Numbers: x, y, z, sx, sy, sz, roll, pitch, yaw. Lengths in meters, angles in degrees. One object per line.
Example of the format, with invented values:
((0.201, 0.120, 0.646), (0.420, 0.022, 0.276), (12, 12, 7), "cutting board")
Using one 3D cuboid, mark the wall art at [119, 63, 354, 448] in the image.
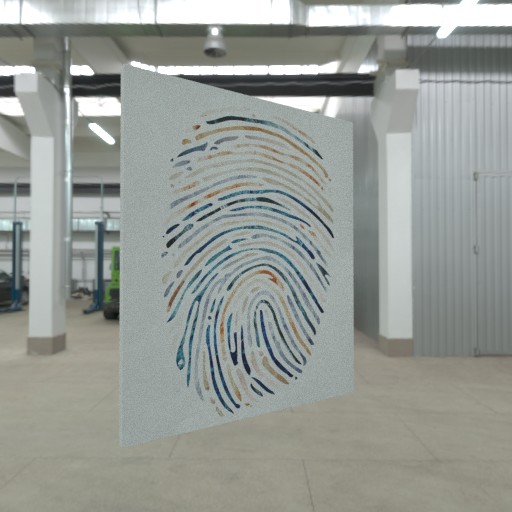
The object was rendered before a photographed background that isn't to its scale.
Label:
((0.000, 0.000, 1.000), (0.609, 0.710, 0.021), (1, -1, -35), "wall art")
